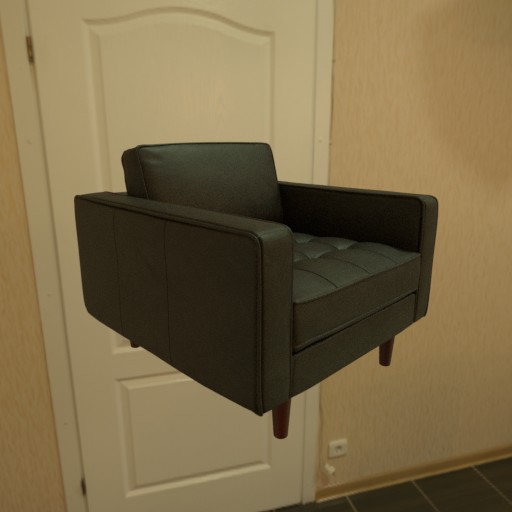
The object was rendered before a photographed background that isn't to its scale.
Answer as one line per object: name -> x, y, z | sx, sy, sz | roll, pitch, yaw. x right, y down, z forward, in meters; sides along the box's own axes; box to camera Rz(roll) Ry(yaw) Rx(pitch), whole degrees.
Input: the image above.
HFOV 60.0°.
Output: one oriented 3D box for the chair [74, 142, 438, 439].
chair -> 0.000, 0.000, 1.538 | 0.889, 0.763, 0.914 | -14, 21, -43
